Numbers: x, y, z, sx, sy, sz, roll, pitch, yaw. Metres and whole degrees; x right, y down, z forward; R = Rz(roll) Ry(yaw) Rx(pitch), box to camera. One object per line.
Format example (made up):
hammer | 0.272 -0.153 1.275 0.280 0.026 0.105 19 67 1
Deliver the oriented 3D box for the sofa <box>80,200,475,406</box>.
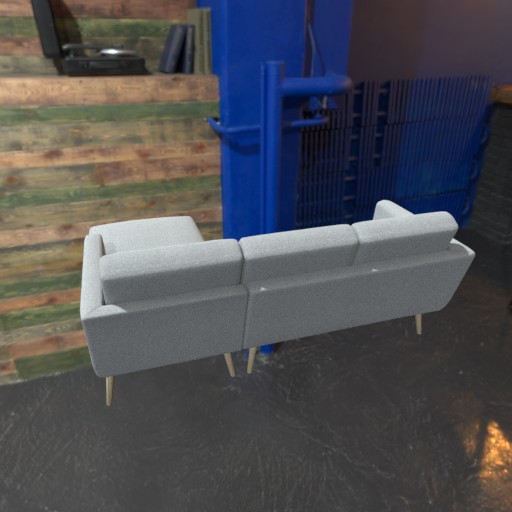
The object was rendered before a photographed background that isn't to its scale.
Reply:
sofa | 0.000 0.000 2.817 2.040 0.860 1.530 -8 28 -16
